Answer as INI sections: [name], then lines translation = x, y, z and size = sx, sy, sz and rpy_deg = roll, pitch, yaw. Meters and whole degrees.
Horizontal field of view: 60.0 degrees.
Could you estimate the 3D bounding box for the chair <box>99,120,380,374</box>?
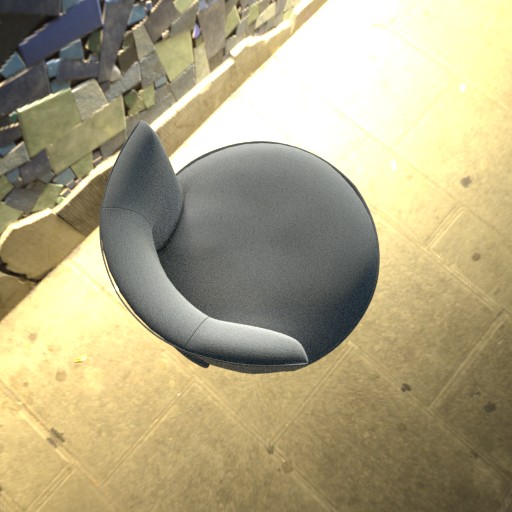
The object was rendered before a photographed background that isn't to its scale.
[chair]
translation = 0.000, 0.000, 1.227
size = 0.665, 0.723, 0.650
rpy_deg = -33, 77, -9
